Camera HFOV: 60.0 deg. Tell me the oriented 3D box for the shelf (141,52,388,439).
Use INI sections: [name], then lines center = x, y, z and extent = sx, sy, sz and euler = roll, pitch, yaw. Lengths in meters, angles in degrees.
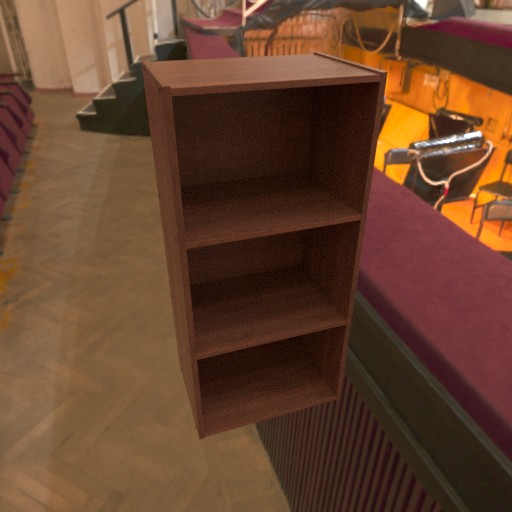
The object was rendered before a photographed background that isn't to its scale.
[shelf]
center = 0.000, 0.000, 1.102
extent = 0.414, 0.879, 0.290
euler = -10, 33, -16
